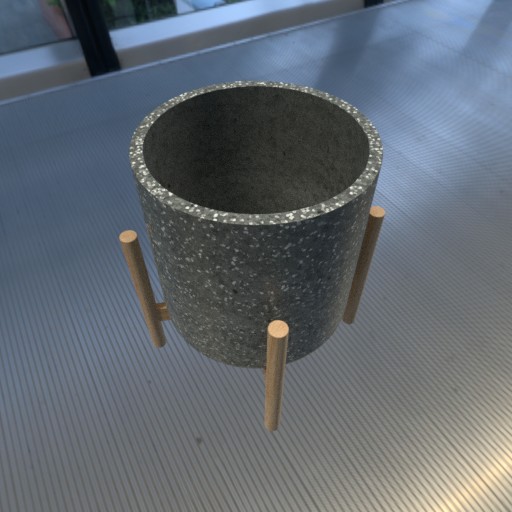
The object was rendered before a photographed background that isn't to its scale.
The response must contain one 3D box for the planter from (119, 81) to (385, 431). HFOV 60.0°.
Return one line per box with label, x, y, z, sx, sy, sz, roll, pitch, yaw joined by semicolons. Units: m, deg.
planter;0.000;0.000;0.691;0.360;0.419;0.360;11;48;10
